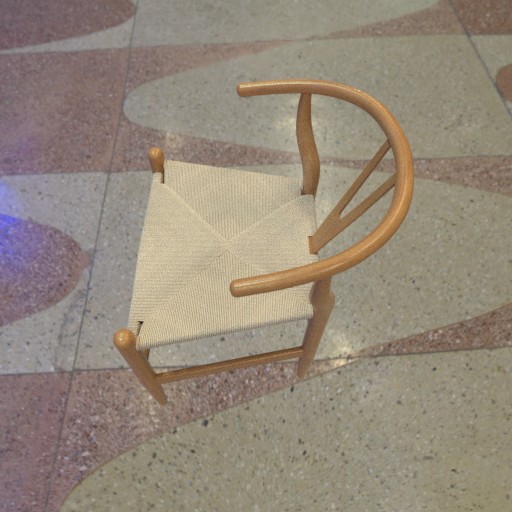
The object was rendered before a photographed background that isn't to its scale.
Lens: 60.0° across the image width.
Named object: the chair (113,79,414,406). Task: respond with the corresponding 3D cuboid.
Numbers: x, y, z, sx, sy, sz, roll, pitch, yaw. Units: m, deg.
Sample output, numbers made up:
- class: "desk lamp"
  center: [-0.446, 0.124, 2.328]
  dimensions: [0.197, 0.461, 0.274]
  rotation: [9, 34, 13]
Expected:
- class: "chair"
  center: [0.000, 0.000, 1.121]
  dimensions: [0.579, 0.730, 0.569]
  rotation: [0, 57, 0]
